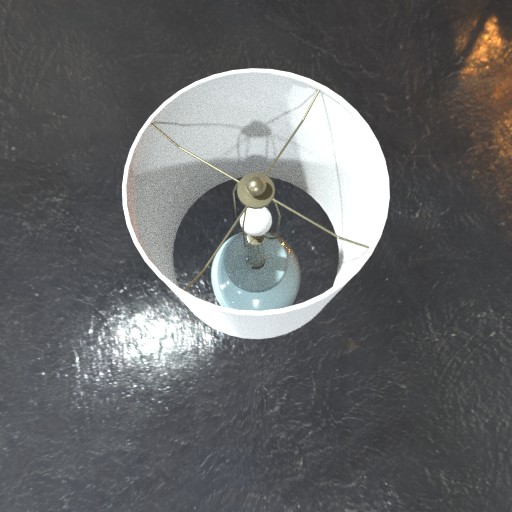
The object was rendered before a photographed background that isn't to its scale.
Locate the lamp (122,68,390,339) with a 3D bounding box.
[{"bbox_3d":[0.000,0.000,1.112,0.418,0.871,0.418,-19,75,-5],"label":"lamp"}]
